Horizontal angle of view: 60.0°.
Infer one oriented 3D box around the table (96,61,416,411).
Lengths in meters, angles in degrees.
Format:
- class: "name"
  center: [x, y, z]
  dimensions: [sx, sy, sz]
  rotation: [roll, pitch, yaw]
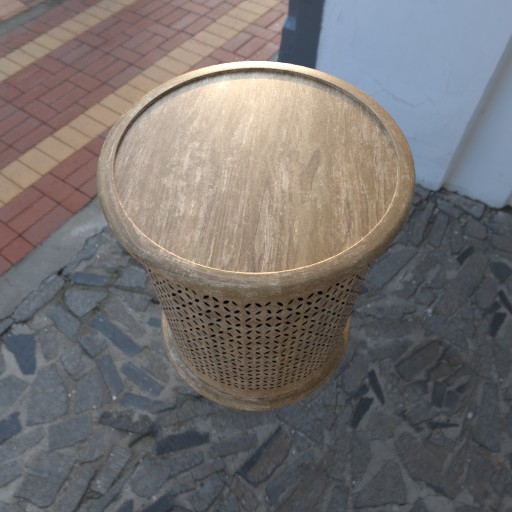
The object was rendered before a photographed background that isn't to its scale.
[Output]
- class: "table"
  center: [0.000, 0.000, 0.769]
  dimensions: [0.407, 0.482, 0.407]
  rotation: [0, 57, 0]
